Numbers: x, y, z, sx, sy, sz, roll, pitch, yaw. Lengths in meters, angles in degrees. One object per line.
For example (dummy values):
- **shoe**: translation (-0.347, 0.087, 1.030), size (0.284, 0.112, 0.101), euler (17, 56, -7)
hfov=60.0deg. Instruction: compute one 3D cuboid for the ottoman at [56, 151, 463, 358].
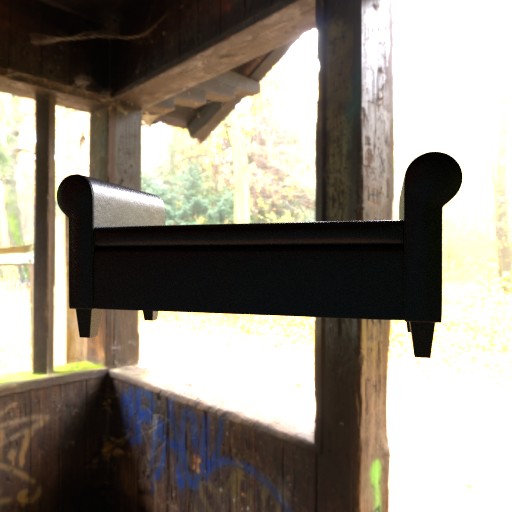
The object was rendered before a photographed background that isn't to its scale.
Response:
- **ottoman**: translation (0.000, 0.000, 1.554), size (1.256, 0.547, 0.521), euler (0, 0, 16)
